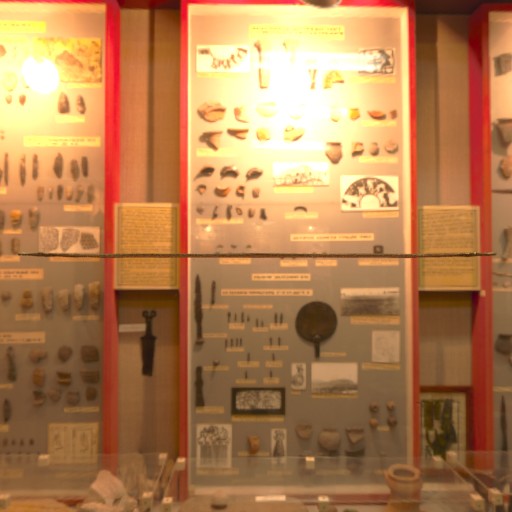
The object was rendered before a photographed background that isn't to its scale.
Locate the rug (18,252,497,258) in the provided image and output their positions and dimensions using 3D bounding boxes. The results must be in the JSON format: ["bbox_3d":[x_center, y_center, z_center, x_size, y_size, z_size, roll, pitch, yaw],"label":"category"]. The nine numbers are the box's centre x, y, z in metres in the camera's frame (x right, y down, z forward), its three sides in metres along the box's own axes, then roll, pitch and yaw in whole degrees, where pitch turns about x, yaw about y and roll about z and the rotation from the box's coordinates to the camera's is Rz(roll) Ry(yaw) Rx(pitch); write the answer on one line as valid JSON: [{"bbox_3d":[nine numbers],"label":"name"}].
[{"bbox_3d":[0.000,0.000,2.983,2.431,0.025,1.530,0,-1,0],"label":"rug"}]
